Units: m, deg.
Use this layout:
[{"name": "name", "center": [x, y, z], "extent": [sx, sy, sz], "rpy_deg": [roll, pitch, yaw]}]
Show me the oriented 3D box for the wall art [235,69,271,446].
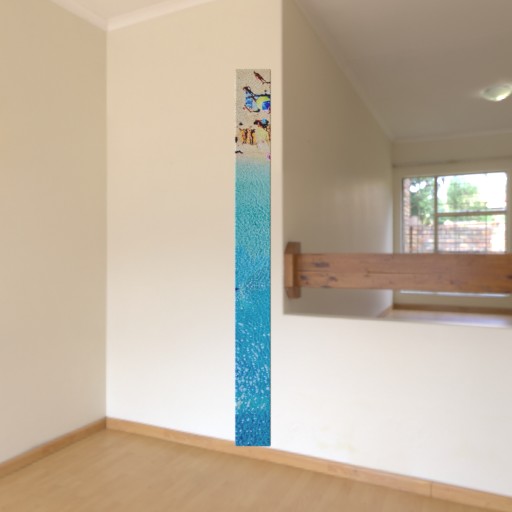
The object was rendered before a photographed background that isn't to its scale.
[{"name": "wall art", "center": [0.000, 0.000, 1.144], "extent": [0.057, 0.595, 0.894], "rpy_deg": [0, 0, 1]}]
